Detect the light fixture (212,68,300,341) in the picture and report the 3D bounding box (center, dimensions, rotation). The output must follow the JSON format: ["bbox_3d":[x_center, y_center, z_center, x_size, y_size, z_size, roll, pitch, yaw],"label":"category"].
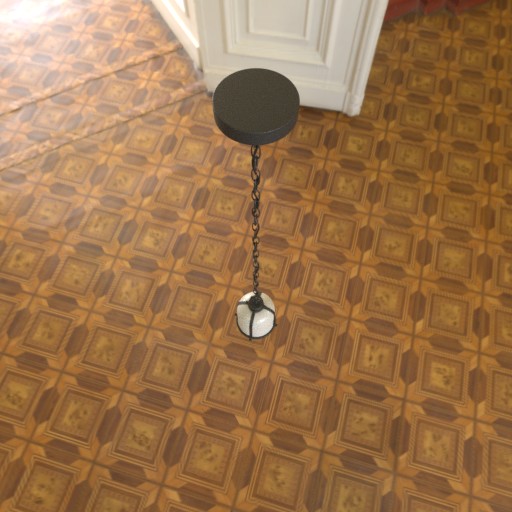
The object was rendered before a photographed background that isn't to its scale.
[{"bbox_3d":[0.000,0.000,1.264,0.178,1.181,0.178,14,65,7],"label":"light fixture"}]
